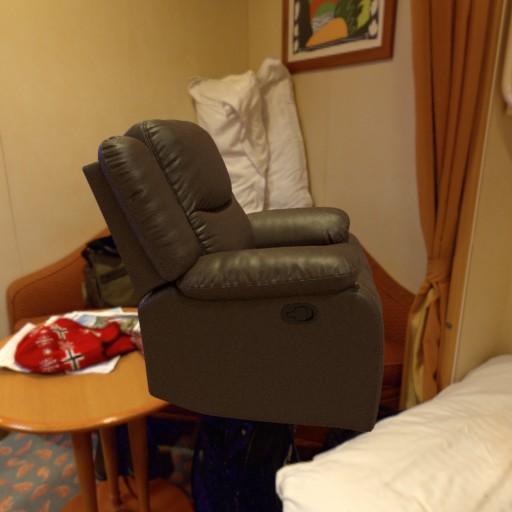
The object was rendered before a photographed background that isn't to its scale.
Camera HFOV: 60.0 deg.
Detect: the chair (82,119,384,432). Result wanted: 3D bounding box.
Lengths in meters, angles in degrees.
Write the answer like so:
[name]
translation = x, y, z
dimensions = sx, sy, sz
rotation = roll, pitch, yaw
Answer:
[chair]
translation = 0.000, 0.000, 1.711
dimensions = 0.934, 1.009, 0.899
rotation = 2, 16, 8
